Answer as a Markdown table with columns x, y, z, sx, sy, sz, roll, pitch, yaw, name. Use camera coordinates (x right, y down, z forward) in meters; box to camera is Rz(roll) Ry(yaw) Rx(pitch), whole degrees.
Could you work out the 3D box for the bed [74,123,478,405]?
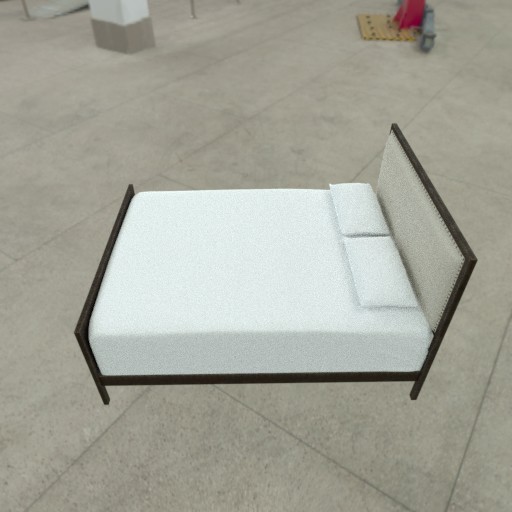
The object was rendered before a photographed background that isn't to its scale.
| x | y | z | sx | sy | sz | roll | pitch | yaw | name |
| --- | --- | --- | --- | --- | --- | --- | --- | --- | --- |
| 0.000 | 0.000 | 3.265 | 2.221 | 1.313 | 1.607 | -1 | 41 | -1 | bed |
